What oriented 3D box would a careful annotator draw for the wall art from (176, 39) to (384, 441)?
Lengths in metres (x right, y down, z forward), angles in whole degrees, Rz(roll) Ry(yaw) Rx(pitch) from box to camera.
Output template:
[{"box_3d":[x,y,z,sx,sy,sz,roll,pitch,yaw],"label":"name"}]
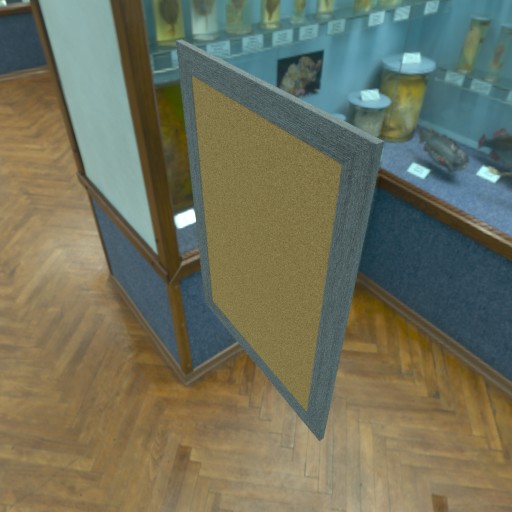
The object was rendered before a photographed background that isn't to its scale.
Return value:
[{"box_3d":[0.000,0.000,1.366,0.020,1.070,0.768,-24,46,-25],"label":"wall art"}]
